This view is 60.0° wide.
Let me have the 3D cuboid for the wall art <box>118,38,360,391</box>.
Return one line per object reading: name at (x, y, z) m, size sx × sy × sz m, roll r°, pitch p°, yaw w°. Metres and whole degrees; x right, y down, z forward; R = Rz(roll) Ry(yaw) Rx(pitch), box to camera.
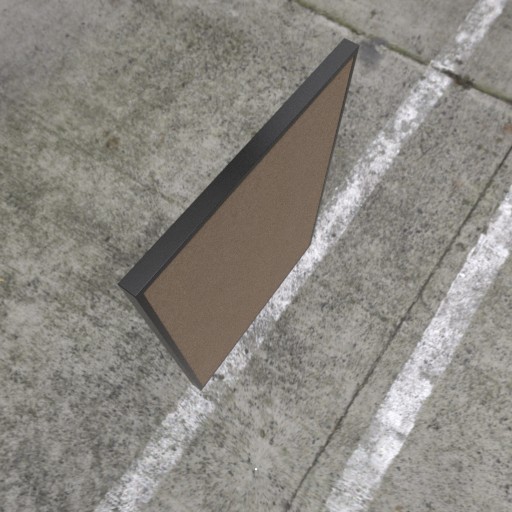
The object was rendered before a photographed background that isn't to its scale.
wall art at (0.000, 0.000, 1.396) m, size 0.043 × 1.046 × 0.788 m, roll 33°, pitch 69°, yaw 15°
